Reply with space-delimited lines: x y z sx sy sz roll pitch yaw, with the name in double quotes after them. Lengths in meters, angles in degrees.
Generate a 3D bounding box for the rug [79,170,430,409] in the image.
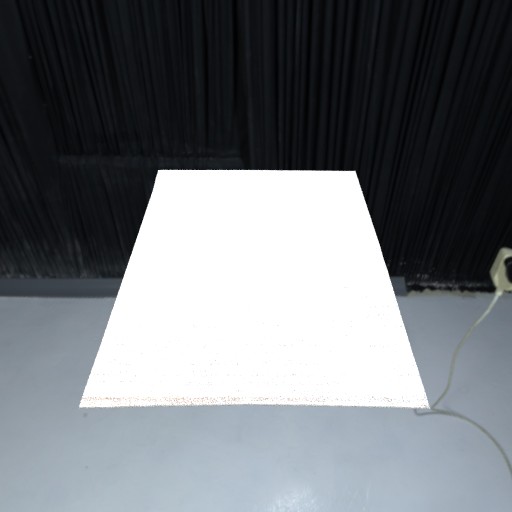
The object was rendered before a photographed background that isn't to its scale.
0.000 0.000 5.025 2.873 0.053 3.778 0 41 0 "rug"
